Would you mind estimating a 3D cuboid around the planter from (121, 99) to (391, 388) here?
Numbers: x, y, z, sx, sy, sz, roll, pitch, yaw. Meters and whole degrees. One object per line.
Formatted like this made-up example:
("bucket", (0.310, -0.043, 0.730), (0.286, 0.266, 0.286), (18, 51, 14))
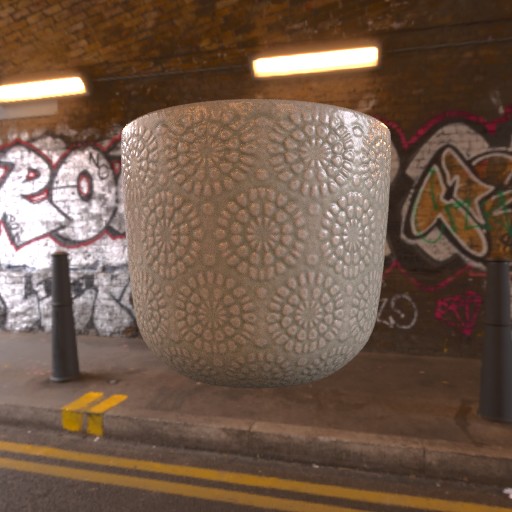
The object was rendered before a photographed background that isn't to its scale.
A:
("planter", (0.000, 0.000, 0.213), (0.124, 0.109, 0.124), (0, 0, 0))
